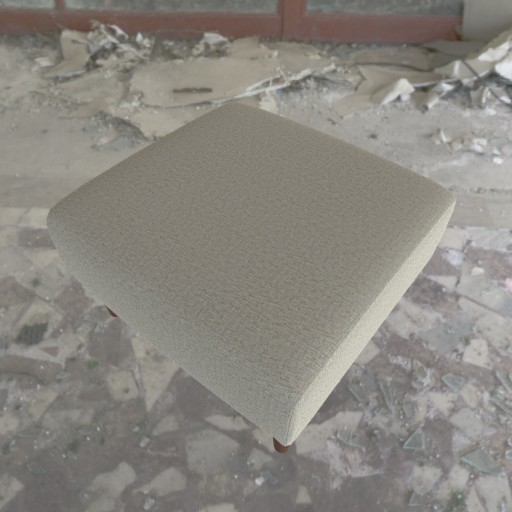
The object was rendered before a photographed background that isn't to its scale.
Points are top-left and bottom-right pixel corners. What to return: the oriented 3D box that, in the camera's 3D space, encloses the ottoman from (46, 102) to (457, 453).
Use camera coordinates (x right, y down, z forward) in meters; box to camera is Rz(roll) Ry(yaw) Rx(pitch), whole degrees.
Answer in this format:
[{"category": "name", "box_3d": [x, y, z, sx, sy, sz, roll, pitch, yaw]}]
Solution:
[{"category": "ottoman", "box_3d": [0.000, 0.000, 1.057, 0.655, 0.399, 0.648, 31, 54, 25]}]
